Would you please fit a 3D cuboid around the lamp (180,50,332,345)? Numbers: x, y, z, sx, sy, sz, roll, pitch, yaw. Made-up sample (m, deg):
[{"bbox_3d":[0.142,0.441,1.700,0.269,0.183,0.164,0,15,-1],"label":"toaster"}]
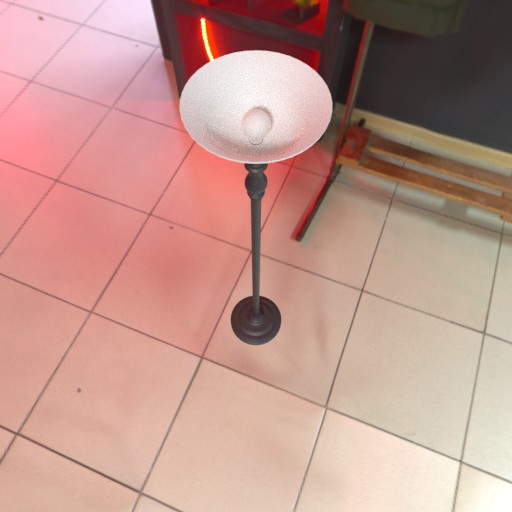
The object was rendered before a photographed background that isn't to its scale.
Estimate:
[{"bbox_3d":[0.000,0.000,1.977,0.405,1.797,0.405,-32,67,-15],"label":"lamp"}]
